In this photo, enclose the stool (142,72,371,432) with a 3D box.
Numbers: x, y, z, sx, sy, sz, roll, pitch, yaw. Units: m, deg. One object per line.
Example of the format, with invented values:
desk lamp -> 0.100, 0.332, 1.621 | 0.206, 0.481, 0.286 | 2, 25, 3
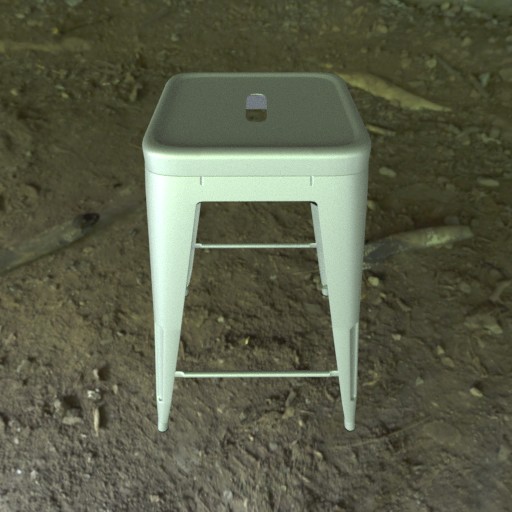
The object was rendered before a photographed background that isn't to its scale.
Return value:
stool -> 0.000, 0.000, 0.871 | 0.410, 0.608, 0.410 | 0, 41, 0
